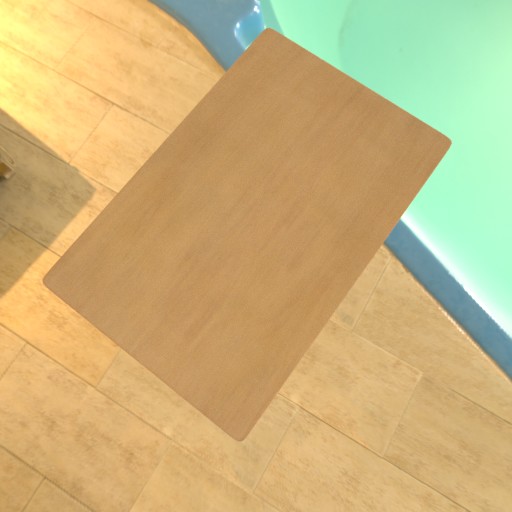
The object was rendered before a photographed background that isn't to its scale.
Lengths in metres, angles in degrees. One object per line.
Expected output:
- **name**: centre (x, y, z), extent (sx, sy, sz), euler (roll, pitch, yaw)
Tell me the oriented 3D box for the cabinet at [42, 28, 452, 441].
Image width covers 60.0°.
- **cabinet**: centre (0.000, 0.000, 1.285), extent (0.503, 0.762, 0.763), euler (36, 78, 9)
